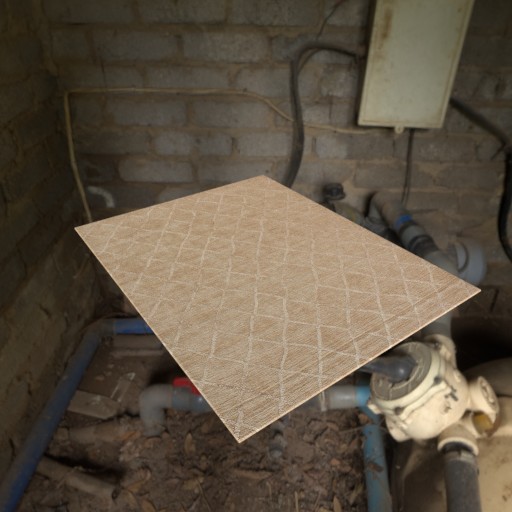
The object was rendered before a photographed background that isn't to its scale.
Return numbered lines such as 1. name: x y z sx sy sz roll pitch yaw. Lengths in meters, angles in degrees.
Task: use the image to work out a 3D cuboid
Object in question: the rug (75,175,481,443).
1. rug: 0.000 0.000 4.124 2.420 0.019 3.039 -21 38 -29
